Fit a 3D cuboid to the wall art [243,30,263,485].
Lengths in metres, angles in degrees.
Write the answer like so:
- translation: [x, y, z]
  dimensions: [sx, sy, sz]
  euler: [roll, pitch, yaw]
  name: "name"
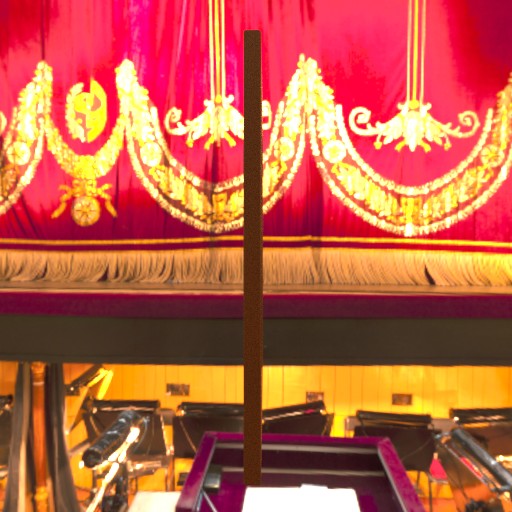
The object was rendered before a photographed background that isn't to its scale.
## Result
- translation: [0.000, 0.000, 0.523]
  dimensions: [0.015, 0.379, 0.310]
  euler: [0, 1, 1]
  name: "wall art"
